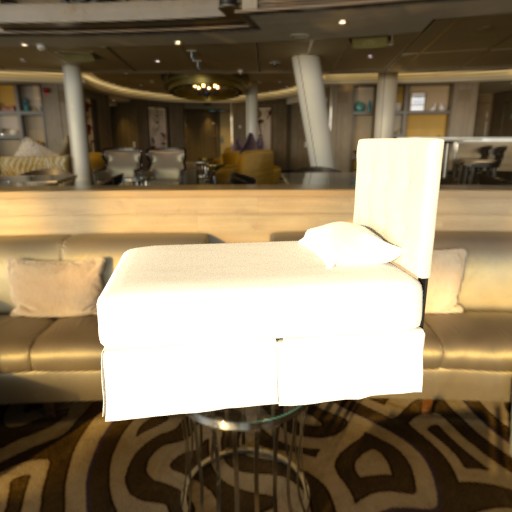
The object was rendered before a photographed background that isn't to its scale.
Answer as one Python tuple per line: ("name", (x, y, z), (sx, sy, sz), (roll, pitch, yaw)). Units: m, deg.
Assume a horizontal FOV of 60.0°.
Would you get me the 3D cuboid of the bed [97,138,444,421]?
("bed", (0.000, 0.000, 3.059), (1.997, 1.571, 1.261), (-2, 15, -8))
